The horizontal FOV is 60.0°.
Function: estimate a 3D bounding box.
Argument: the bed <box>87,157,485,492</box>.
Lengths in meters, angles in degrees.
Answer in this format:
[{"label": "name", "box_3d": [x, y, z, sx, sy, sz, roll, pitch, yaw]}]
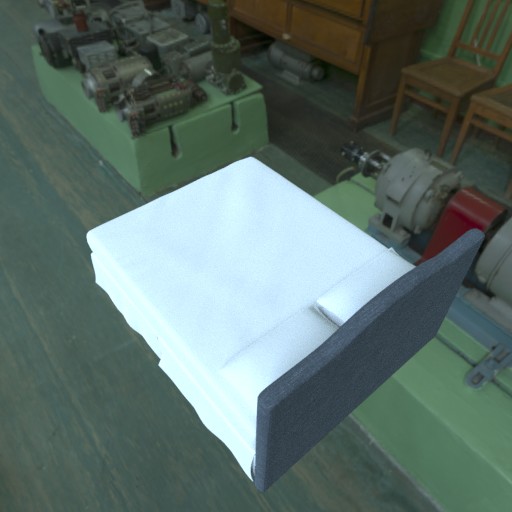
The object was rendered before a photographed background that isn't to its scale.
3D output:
[{"label": "bed", "box_3d": [0.000, 0.000, 3.856, 2.161, 1.457, 2.689, -31, 53, -26]}]
